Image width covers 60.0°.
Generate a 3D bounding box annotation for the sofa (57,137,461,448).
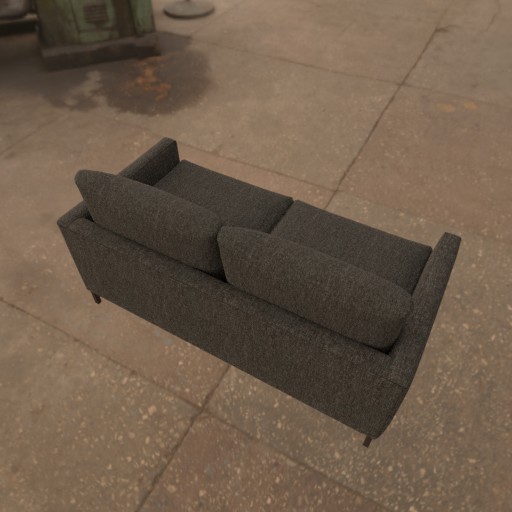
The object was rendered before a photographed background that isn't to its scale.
[{"bbox_3d":[0.000,0.000,2.187,1.716,0.862,0.866,23,51,20],"label":"sofa"}]
